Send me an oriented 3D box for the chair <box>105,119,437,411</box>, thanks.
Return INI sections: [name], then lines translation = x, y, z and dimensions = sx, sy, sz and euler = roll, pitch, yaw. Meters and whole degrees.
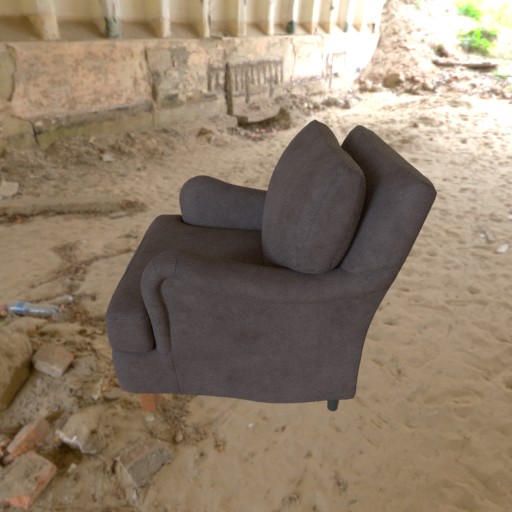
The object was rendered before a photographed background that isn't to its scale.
[chair]
translation = 0.000, 0.000, 1.872
dimensions = 1.070, 0.997, 0.955
euler = 0, 27, 0
